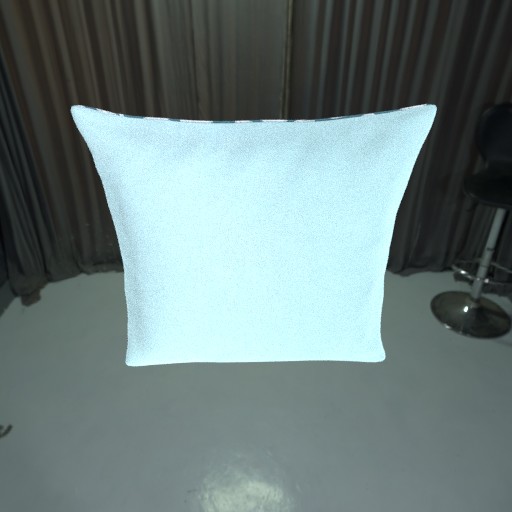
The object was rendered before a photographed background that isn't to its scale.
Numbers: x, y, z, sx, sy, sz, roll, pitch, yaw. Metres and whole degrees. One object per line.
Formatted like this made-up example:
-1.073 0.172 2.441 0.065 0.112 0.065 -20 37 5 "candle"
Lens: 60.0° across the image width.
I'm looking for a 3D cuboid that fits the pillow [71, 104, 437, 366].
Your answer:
0.000 0.000 0.766 0.525 0.508 0.166 -1 31 -1 "pillow"
